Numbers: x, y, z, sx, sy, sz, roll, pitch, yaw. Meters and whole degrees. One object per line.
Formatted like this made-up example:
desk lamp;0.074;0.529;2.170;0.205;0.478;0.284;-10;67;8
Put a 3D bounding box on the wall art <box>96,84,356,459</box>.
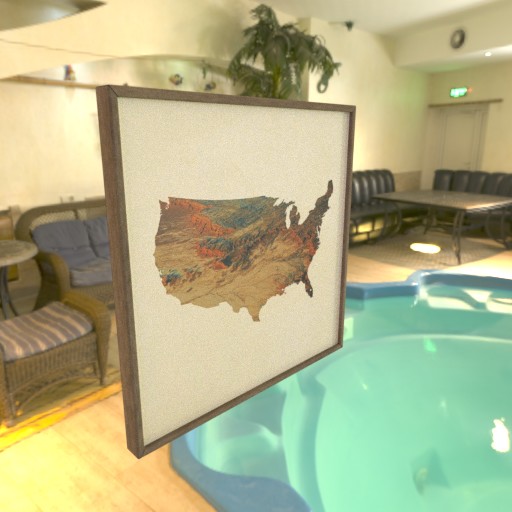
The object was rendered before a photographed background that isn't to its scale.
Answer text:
wall art;0.000;0.000;1.117;0.749;0.751;0.050;-14;21;-42
